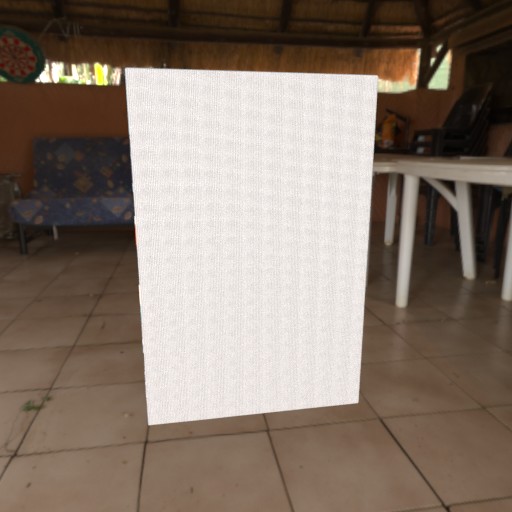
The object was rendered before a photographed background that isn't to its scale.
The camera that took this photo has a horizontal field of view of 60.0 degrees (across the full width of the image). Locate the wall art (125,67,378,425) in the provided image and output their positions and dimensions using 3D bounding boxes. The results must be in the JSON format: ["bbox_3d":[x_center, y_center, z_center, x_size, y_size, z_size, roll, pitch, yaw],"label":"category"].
[{"bbox_3d":[0.000,0.000,1.181,0.609,0.911,0.061,-2,14,-10],"label":"wall art"}]
